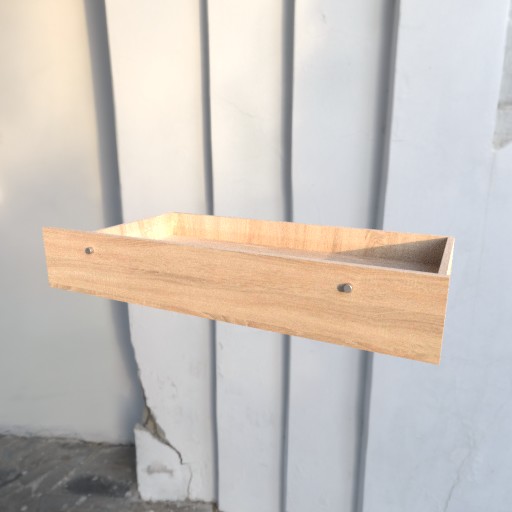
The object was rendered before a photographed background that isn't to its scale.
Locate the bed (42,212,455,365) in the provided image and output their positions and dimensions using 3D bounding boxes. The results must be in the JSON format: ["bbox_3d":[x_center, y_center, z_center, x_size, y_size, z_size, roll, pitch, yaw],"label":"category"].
[{"bbox_3d":[0.000,0.000,1.478,1.200,0.209,0.685,7,17,25],"label":"bed"}]
